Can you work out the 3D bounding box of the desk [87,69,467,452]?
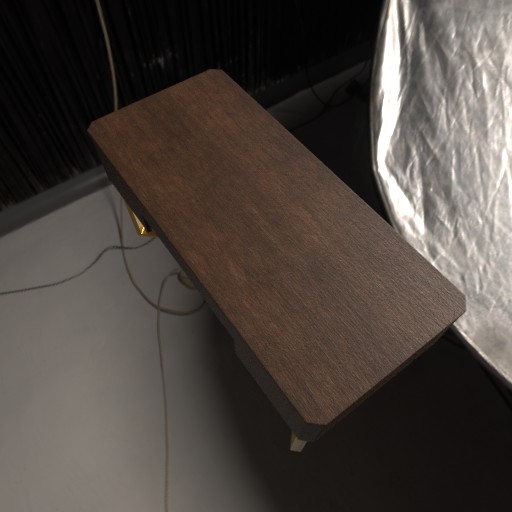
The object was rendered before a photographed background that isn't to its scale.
[{"bbox_3d":[0.000,0.000,1.943,0.684,0.762,1.479,-32,64,-18],"label":"desk"}]
